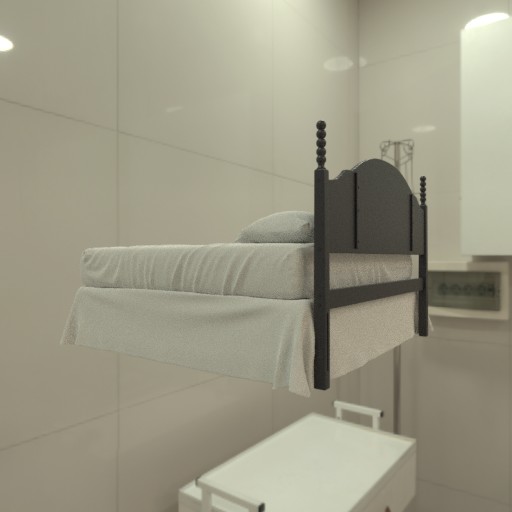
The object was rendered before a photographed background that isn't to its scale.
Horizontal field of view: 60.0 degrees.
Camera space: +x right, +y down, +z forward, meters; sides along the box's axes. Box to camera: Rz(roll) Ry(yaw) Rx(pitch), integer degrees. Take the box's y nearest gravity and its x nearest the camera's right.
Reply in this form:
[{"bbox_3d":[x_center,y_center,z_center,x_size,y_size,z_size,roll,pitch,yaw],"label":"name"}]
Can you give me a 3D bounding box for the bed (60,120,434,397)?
[{"bbox_3d":[0.000,0.000,3.610,2.219,1.355,2.322,0,0,36],"label":"bed"}]
